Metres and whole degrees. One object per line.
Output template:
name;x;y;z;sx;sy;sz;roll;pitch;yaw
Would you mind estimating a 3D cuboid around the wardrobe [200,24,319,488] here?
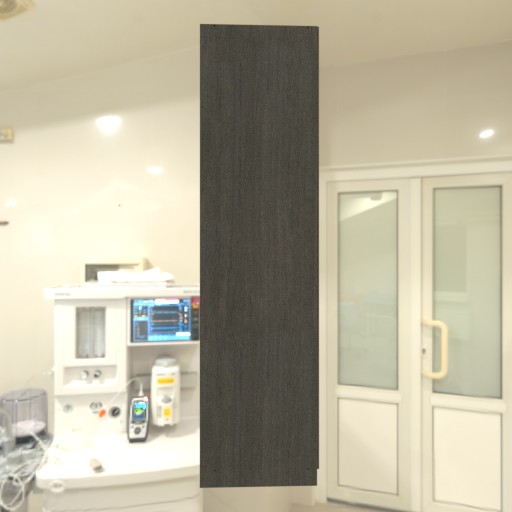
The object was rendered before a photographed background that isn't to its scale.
wardrobe;0.000;0.000;2.478;0.510;1.910;1.290;0;0;-2
